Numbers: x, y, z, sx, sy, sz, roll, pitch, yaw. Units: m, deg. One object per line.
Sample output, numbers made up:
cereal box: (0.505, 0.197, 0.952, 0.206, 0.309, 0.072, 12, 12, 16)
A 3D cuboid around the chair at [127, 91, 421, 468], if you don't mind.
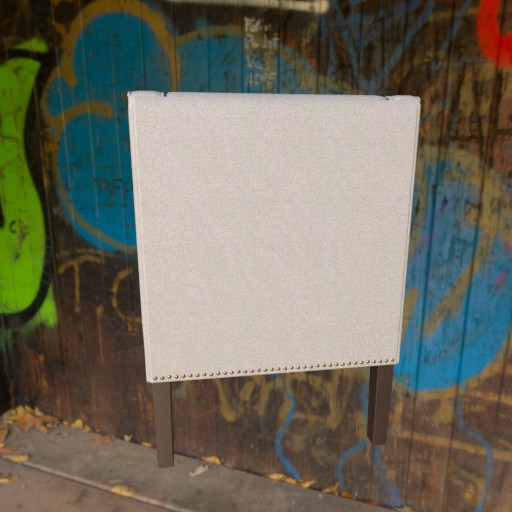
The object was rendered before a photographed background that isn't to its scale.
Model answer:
chair: (0.000, 0.000, 1.356, 0.631, 0.867, 0.747, -2, 14, -9)
